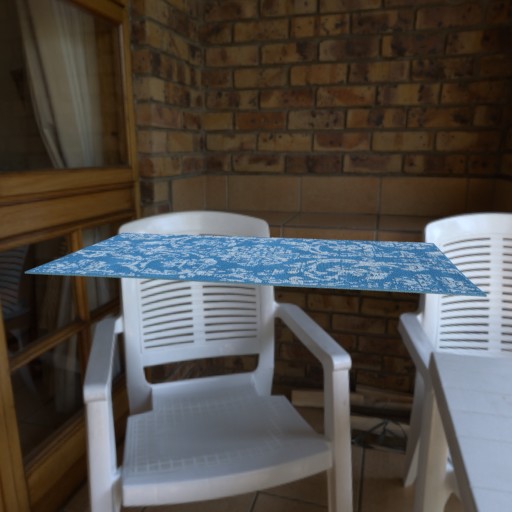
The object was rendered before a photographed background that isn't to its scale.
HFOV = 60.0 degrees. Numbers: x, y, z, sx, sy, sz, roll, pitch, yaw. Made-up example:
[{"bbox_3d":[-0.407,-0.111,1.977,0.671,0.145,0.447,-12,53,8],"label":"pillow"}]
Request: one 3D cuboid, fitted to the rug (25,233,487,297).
[{"bbox_3d":[0.000,0.000,1.436,1.219,0.007,0.604,2,14,9],"label":"rug"}]
